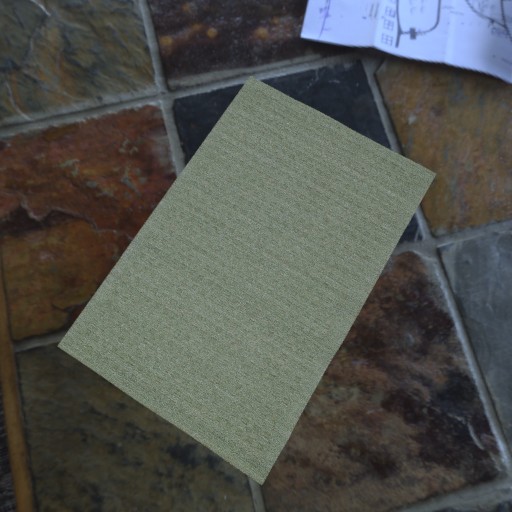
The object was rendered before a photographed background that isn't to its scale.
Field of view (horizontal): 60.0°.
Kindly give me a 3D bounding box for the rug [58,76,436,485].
[{"bbox_3d":[0.000,0.000,2.212,1.143,0.006,1.747,31,77,8],"label":"rug"}]
